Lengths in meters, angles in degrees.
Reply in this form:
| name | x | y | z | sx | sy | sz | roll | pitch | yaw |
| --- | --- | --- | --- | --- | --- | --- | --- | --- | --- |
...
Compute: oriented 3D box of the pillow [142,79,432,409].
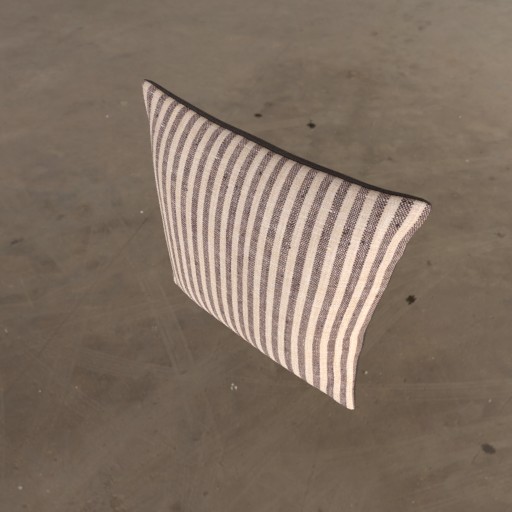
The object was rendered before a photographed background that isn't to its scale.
| name | x | y | z | sx | sy | sz | roll | pitch | yaw |
| --- | --- | --- | --- | --- | --- | --- | --- | --- | --- |
| pillow | 0.000 | 0.000 | 0.803 | 0.523 | 0.506 | 0.166 | 31 | 53 | 27 |
